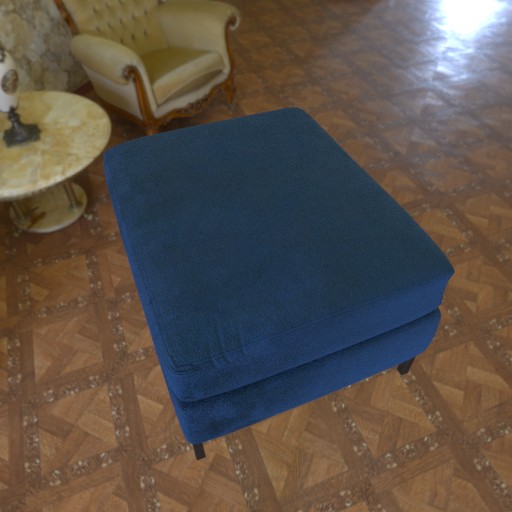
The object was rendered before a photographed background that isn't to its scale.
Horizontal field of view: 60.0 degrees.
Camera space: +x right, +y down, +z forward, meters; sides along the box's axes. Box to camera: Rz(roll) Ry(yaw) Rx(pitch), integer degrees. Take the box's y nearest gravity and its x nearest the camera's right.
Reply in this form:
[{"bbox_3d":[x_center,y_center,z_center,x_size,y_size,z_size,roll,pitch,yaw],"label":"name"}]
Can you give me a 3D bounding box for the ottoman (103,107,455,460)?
[{"bbox_3d":[0.000,0.000,1.221,0.655,0.485,0.794,-17,49,-15],"label":"ottoman"}]
